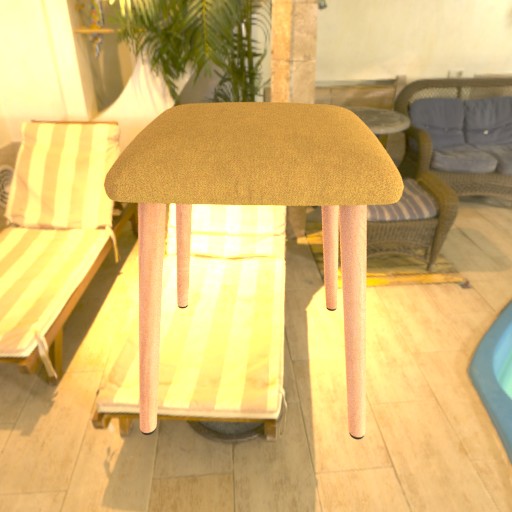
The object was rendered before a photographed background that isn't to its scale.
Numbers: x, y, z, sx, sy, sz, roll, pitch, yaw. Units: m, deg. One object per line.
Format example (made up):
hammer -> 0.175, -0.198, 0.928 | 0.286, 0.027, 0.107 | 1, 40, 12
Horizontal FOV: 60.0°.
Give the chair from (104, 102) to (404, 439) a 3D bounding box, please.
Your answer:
chair -> 0.000, 0.000, 0.710 | 0.350, 0.440, 0.350 | 1, 30, 1
